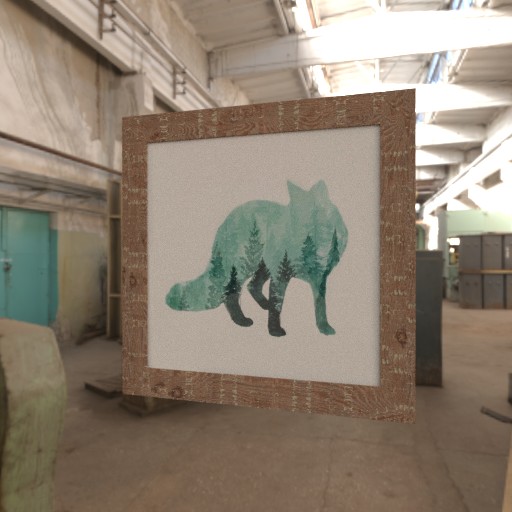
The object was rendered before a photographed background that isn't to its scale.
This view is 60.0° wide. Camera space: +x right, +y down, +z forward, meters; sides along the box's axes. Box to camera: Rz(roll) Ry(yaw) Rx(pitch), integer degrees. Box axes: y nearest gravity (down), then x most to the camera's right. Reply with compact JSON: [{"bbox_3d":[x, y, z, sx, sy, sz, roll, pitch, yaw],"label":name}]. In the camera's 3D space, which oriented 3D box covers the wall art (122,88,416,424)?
[{"bbox_3d":[0.000,0.000,0.567,0.384,0.384,0.012,0,0,16],"label":"wall art"}]
